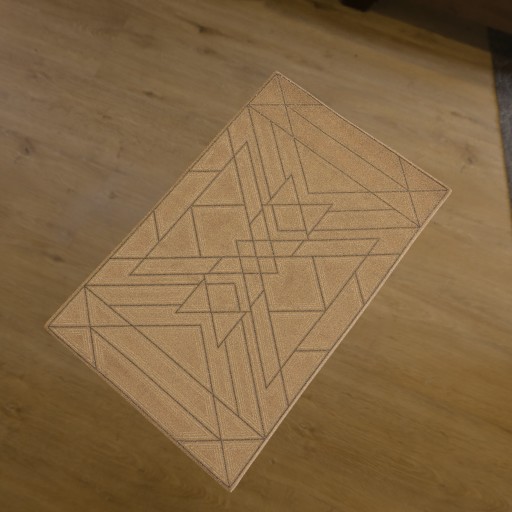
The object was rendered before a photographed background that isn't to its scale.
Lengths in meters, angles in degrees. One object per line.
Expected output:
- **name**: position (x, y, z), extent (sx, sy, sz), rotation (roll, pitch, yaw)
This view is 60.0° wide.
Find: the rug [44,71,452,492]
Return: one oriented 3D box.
- **rug**: position (0.000, 0.000, 2.987), extent (1.575, 0.023, 2.459), rotation (38, 79, 9)
